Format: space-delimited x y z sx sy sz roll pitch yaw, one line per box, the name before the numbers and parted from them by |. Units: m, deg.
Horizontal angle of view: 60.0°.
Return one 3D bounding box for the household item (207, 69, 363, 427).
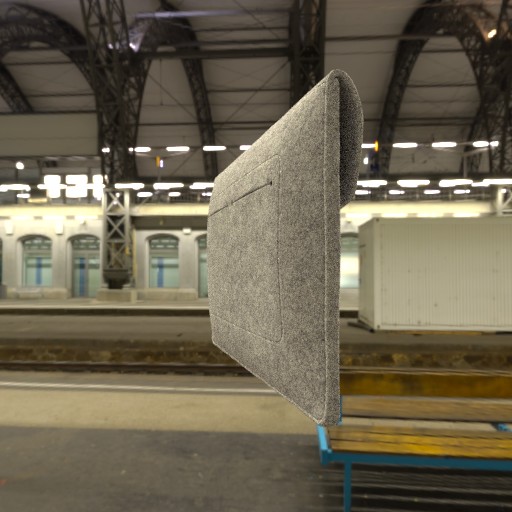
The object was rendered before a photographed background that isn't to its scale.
household item | 0.000 0.000 0.429 0.057 0.221 0.335 1 -2 -17
